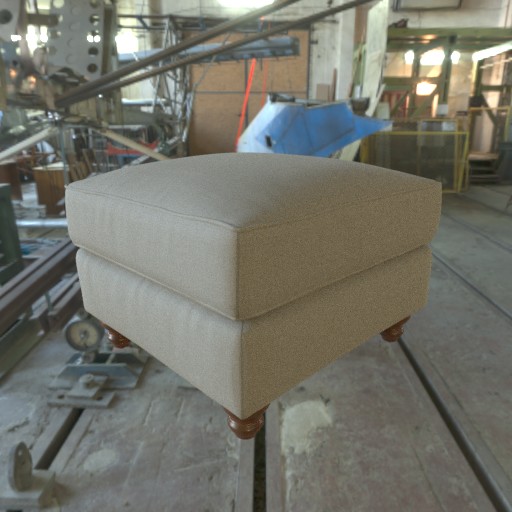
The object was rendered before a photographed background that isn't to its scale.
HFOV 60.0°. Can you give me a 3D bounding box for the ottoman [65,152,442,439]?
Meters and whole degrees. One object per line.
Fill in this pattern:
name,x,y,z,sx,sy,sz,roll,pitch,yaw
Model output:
ottoman,0.000,0.000,1.132,0.716,0.505,0.662,-16,24,-42
